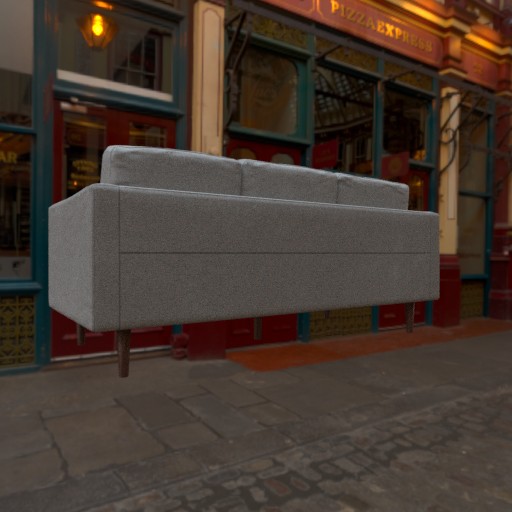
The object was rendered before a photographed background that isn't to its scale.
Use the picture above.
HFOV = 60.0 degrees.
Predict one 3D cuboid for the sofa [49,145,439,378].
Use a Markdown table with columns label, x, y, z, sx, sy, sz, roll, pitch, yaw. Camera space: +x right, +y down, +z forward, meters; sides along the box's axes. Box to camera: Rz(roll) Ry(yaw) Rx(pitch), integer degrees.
| label | x | y | z | sx | sy | sz | roll | pitch | yaw |
| --- | --- | --- | --- | --- | --- | --- | --- | --- | --- |
| sofa | 0.000 | 0.000 | 2.456 | 1.983 | 0.918 | 0.944 | 0 | 0 | -34 |
